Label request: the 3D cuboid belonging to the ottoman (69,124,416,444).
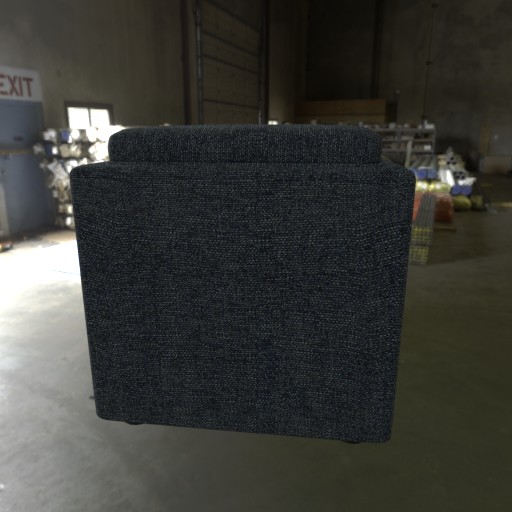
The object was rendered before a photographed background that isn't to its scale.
[{"bbox_3d":[0.000,0.000,0.810,0.450,0.460,0.450,2,16,7],"label":"ottoman"}]
